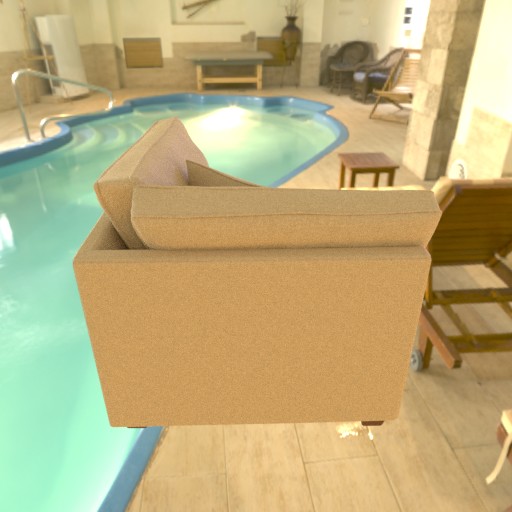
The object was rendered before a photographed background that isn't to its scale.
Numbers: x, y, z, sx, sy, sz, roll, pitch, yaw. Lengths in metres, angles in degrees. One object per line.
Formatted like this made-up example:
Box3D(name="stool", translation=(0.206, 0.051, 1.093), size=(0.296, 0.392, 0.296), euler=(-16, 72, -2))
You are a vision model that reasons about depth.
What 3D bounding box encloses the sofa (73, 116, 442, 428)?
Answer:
Box3D(name="sofa", translation=(0.000, 0.000, 1.825), size=(1.050, 0.937, 1.042), euler=(0, 29, -1))
